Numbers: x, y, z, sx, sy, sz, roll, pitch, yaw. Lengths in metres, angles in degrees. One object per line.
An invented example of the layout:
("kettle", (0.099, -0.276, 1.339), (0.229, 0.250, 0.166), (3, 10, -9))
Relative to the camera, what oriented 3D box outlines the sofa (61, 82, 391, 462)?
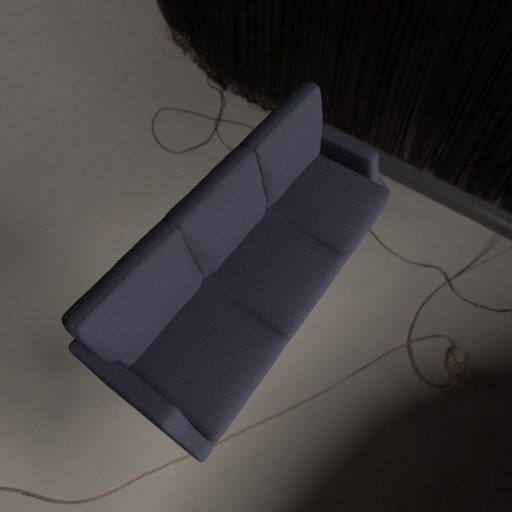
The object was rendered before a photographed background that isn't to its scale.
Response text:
("sofa", (0.000, 0.000, 2.644), (0.888, 0.984, 2.115), (32, 64, 18))
